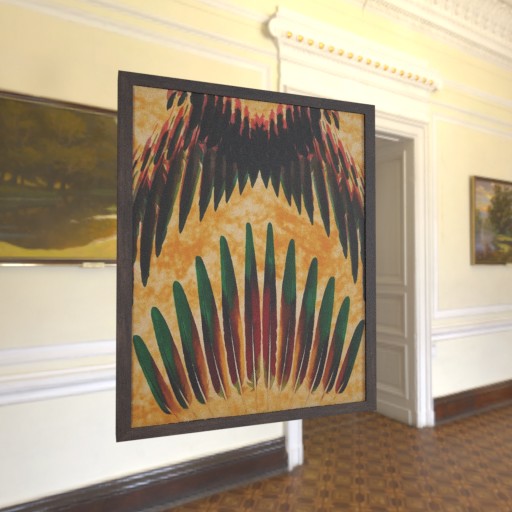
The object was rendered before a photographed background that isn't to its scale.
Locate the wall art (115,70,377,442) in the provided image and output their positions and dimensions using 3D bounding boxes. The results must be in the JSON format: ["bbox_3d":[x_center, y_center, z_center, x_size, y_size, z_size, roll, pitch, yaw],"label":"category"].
[{"bbox_3d":[0.000,0.000,0.549,0.329,0.406,0.027,0,-1,-19],"label":"wall art"}]
